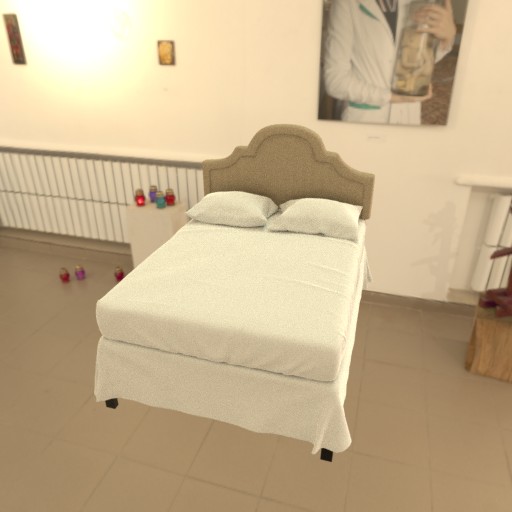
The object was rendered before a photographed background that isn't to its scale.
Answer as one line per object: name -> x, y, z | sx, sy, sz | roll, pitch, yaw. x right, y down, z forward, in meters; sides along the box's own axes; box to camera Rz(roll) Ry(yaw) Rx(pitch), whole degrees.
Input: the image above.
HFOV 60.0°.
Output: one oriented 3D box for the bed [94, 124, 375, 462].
bed -> 0.000, 0.000, 3.382 | 1.780, 1.634, 2.222 | 8, 28, 15
